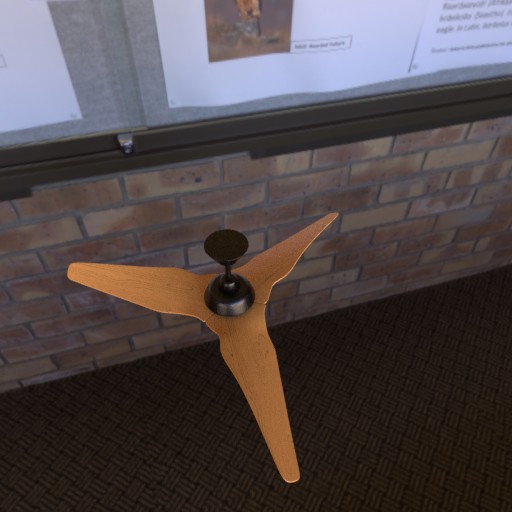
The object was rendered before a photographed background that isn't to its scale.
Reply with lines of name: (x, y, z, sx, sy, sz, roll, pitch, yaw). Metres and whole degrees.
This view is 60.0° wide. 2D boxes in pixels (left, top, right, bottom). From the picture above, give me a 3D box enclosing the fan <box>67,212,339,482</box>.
fan: (0.000, 0.000, 1.631, 1.142, 0.355, 1.010, 32, 54, 27)
